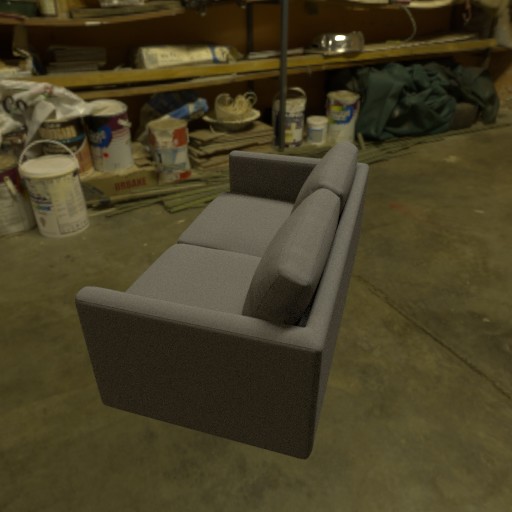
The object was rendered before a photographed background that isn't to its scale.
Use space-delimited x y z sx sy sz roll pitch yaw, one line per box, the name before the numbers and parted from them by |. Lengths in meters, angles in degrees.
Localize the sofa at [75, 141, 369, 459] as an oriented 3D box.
sofa | 0.000 0.000 2.271 0.940 0.866 1.713 9 32 15
